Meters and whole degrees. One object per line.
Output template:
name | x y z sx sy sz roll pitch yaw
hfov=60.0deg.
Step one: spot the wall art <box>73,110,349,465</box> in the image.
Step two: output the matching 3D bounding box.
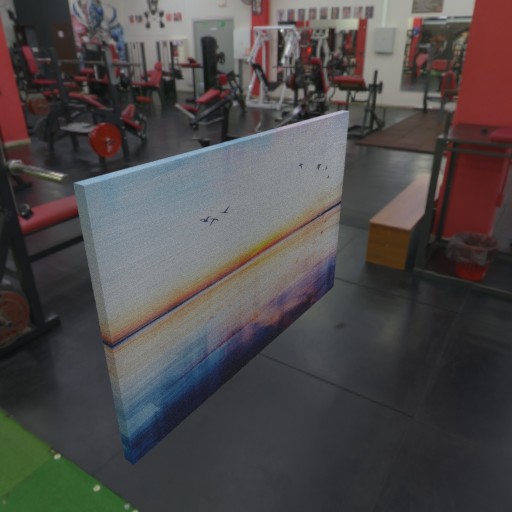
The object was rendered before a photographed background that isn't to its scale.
wall art | 0.000 0.000 1.411 0.034 0.756 1.137 18 31 32
